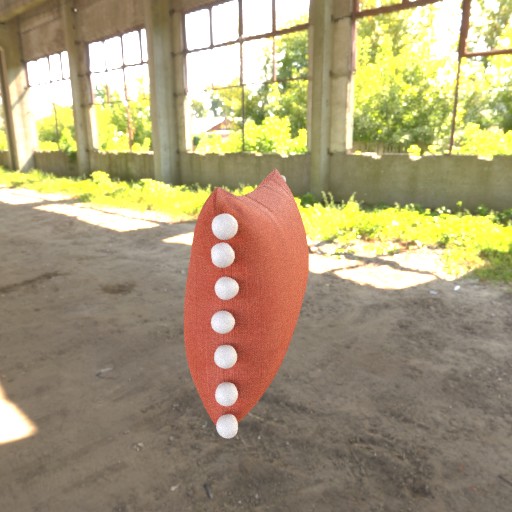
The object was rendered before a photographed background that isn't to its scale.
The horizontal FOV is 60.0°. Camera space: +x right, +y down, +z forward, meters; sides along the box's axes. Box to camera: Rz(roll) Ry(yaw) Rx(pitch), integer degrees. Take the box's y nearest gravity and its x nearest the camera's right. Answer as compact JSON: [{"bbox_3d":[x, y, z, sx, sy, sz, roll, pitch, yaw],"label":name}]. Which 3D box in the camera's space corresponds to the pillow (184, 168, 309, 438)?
[{"bbox_3d":[0.000,0.000,0.846,0.201,0.322,0.709,2,14,8],"label":"pillow"}]
